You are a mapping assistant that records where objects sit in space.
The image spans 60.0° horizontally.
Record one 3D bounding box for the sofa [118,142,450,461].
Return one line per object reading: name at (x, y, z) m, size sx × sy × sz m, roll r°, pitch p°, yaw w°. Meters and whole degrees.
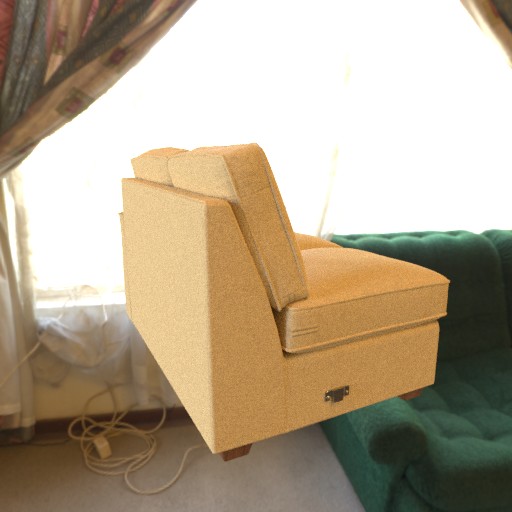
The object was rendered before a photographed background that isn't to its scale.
sofa at (0.000, 0.000, 2.038) m, size 0.991 × 0.989 × 1.388 m, roll -7°, pitch 15°, yaw -26°
